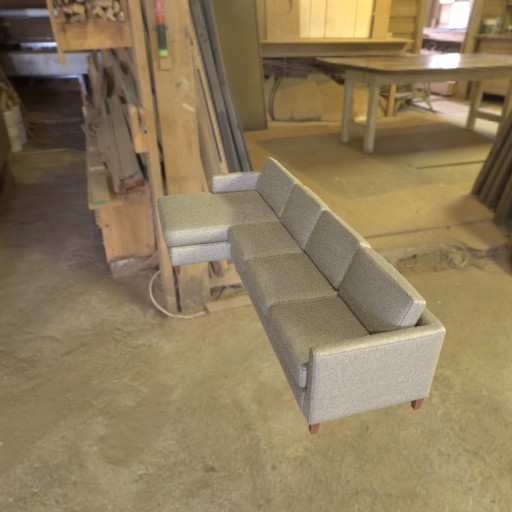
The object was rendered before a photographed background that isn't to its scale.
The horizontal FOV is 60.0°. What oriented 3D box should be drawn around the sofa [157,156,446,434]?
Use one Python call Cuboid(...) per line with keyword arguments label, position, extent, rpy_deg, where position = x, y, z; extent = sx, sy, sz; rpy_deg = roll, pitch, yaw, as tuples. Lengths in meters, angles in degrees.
Cuboid(label="sofa", position=(0.000, 0.000, 3.884), extent=(1.502, 0.876, 3.201), rpy_deg=(-7, 30, -13))
